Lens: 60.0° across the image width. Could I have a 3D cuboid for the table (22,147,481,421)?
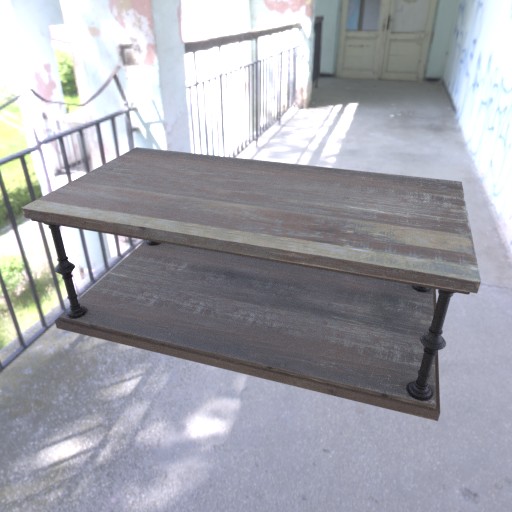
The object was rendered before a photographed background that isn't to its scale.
[{"bbox_3d":[0.000,0.000,1.322,1.088,0.399,0.554,9,32,16],"label":"table"}]
